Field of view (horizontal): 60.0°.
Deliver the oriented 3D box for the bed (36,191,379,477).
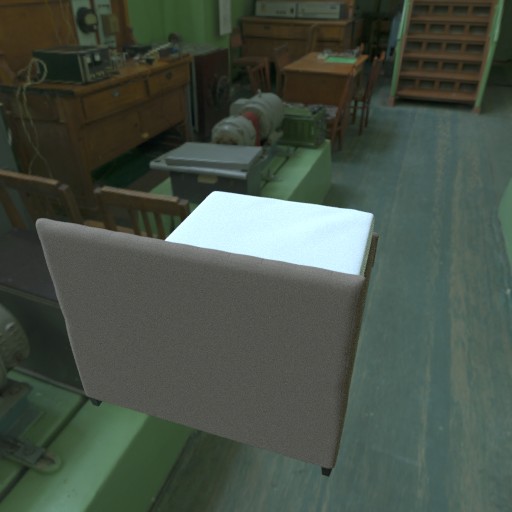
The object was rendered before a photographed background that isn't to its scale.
[{"bbox_3d":[0.000,0.000,3.302,1.696,1.426,2.233,10,34,15],"label":"bed"}]
